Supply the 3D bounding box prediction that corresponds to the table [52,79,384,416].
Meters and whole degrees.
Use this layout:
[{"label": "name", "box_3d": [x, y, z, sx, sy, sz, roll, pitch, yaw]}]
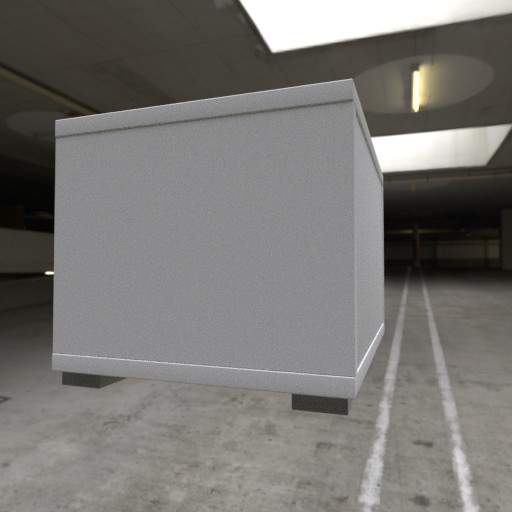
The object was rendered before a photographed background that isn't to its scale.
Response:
[{"label": "table", "box_3d": [0.000, 0.000, 0.773, 0.399, 0.357, 0.517, -1, -2, 19]}]
